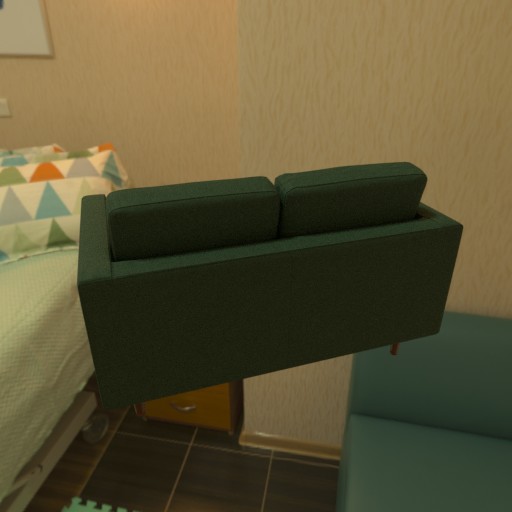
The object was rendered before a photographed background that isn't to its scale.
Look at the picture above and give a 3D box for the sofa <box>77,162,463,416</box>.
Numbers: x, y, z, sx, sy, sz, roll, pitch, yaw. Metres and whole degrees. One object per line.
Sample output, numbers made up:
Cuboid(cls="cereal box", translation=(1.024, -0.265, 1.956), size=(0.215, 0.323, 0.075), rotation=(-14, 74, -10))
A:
Cuboid(cls="sofa", translation=(0.000, 0.000, 2.008), size=(1.430, 0.899, 0.879), rotation=(-9, 29, -16))
